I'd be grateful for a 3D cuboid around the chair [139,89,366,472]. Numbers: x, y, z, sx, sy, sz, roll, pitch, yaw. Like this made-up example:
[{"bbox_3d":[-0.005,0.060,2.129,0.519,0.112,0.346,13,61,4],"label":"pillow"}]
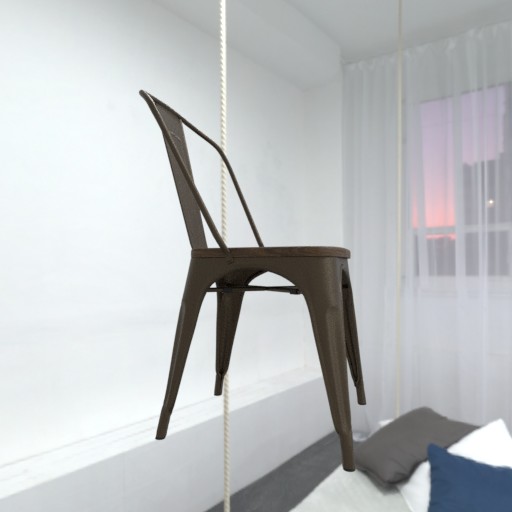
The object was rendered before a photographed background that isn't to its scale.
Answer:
[{"bbox_3d":[0.000,0.000,1.150,0.532,0.844,0.451,0,-1,17],"label":"chair"}]
